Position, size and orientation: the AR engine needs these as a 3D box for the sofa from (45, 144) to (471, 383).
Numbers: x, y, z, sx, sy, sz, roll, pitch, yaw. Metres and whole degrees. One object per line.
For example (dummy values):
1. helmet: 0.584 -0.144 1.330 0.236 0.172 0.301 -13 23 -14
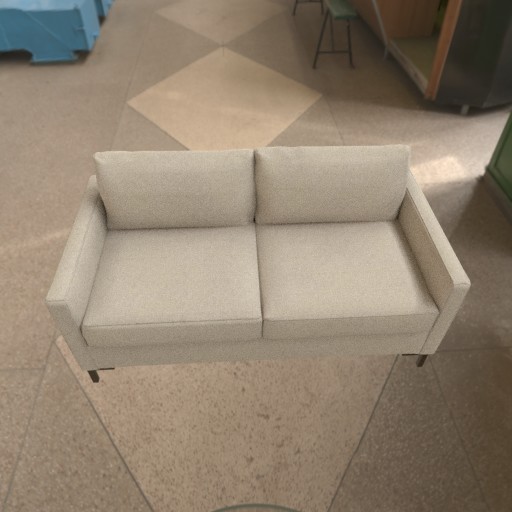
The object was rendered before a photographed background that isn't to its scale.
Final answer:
1. sofa: 0.000 0.000 2.133 1.682 0.840 0.875 -2 45 -2
